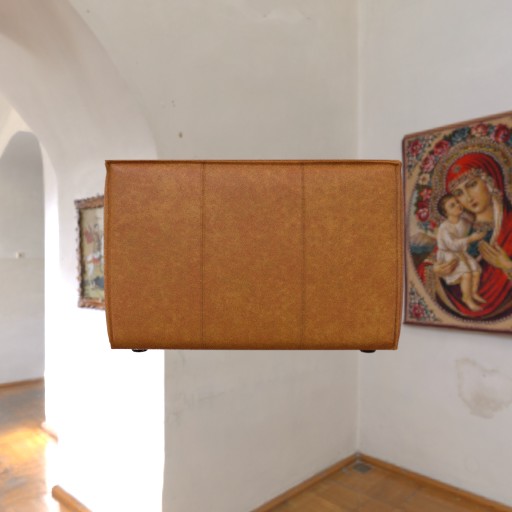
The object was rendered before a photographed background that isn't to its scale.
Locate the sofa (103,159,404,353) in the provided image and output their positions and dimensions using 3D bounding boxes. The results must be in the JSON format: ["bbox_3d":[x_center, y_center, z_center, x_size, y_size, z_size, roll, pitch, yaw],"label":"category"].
[{"bbox_3d":[0.000,0.000,2.546,1.102,0.703,2.088,0,1,1],"label":"sofa"}]
